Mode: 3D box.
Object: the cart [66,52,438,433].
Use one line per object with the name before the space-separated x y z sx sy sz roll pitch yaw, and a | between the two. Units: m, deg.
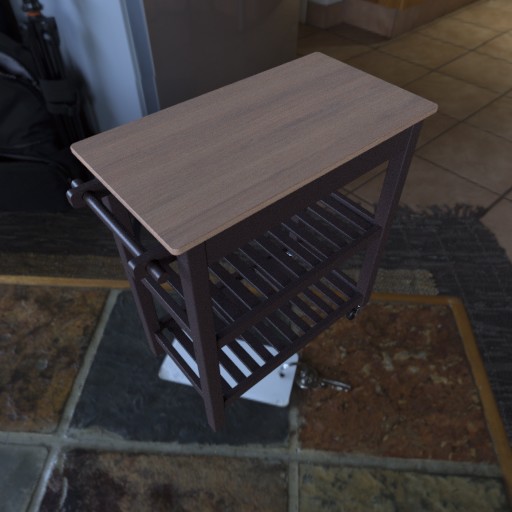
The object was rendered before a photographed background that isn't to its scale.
cart | 0.000 0.000 1.439 0.899 0.927 0.457 -32 54 -26
